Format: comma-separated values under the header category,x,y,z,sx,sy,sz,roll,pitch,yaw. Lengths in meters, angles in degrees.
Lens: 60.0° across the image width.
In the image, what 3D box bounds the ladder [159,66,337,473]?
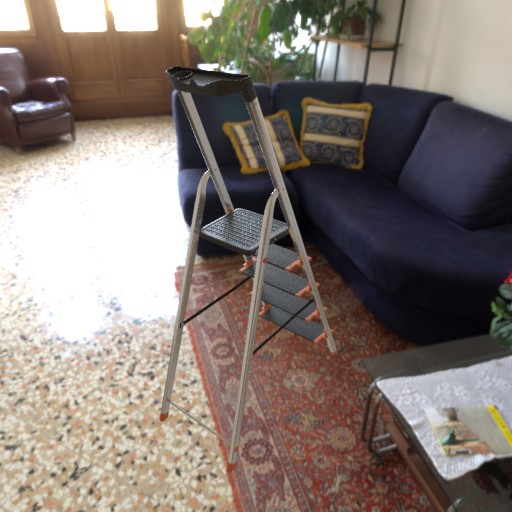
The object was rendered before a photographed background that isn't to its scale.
category,x,y,z,sx,sy,sz,roll,pitch,yaw
ladder,0.000,0.000,2.041,0.480,1.646,0.995,22,37,32
